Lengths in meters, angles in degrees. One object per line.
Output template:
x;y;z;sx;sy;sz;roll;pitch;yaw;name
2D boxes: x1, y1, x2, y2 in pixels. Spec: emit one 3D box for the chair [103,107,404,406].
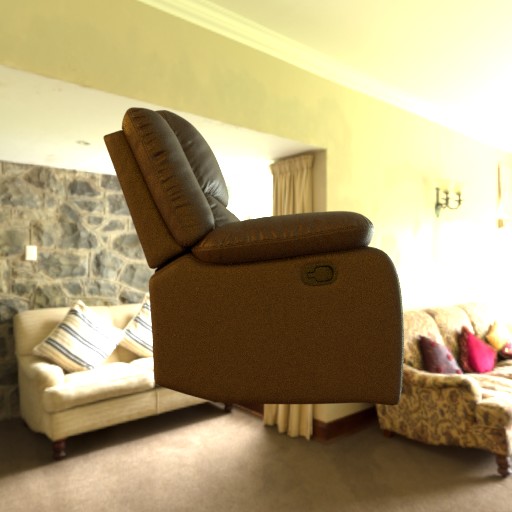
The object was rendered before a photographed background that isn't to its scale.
0.000;0.000;1.728;0.934;1.009;0.899;0;0;0;chair
